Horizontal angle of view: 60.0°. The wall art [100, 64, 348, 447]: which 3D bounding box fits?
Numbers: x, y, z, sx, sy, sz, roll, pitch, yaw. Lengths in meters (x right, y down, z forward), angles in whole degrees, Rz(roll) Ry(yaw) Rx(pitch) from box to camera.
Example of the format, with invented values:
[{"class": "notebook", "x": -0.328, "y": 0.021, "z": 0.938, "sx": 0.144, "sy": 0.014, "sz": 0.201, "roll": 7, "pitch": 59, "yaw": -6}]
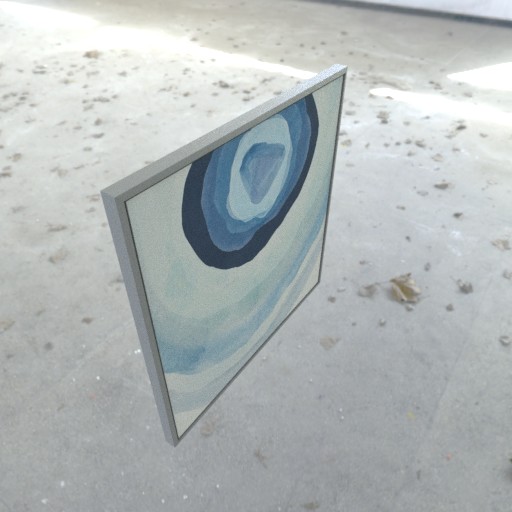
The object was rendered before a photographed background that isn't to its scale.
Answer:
[{"class": "wall art", "x": 0.000, "y": 0.000, "z": 1.216, "sx": 0.038, "sy": 0.807, "sz": 0.809, "roll": 25, "pitch": 46, "yaw": 27}]
